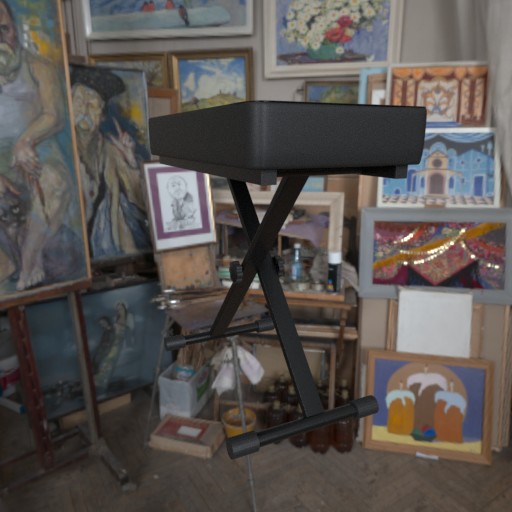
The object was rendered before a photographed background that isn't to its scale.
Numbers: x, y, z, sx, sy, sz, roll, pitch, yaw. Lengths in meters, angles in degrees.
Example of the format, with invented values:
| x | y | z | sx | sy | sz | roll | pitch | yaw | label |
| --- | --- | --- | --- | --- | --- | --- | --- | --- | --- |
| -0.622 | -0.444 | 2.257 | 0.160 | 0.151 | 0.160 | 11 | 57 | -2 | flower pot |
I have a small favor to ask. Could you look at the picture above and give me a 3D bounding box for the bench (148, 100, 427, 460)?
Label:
| x | y | z | sx | sy | sz | roll | pitch | yaw | label |
| --- | --- | --- | --- | --- | --- | --- | --- | --- | --- |
| 0.000 | 0.000 | 0.919 | 0.300 | 0.561 | 0.600 | -7 | 16 | -24 | bench |
